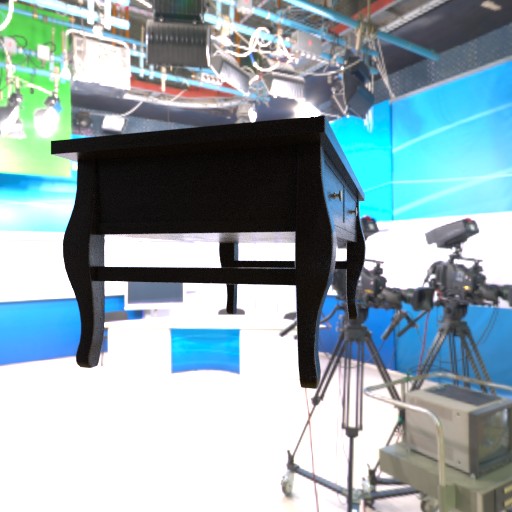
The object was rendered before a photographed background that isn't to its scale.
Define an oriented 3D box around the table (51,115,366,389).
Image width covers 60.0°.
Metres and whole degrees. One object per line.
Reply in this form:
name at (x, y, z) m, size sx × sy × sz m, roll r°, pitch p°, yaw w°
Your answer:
table at (0.000, 0.000, 1.362) m, size 0.600 × 0.494 × 1.062 m, roll 0°, pitch 0°, yaw 17°
